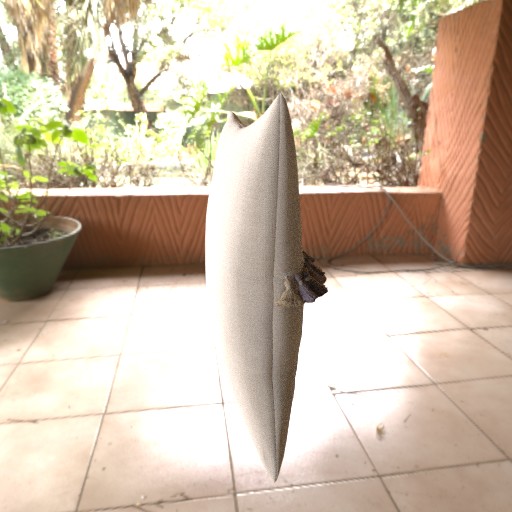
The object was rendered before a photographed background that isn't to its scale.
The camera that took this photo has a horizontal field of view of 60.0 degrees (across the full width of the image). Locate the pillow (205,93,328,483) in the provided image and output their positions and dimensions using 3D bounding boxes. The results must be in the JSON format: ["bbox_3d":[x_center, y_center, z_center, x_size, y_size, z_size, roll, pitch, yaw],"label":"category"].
[{"bbox_3d":[0.000,0.000,0.746,0.165,0.481,0.489,-3,16,-9],"label":"pillow"}]
